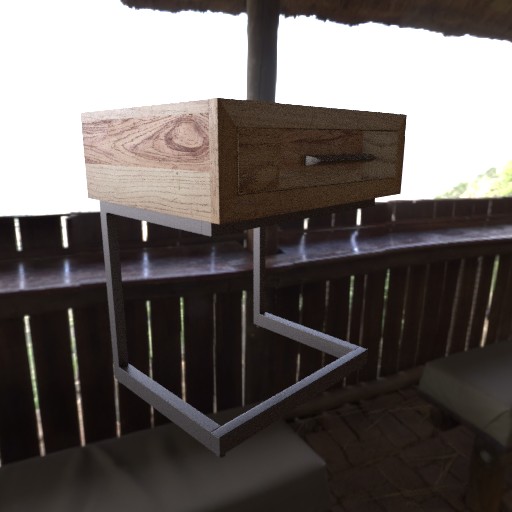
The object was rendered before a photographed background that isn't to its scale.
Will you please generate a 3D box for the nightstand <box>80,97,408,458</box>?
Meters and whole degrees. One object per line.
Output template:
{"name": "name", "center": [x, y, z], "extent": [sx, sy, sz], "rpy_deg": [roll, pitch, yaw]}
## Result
{"name": "nightstand", "center": [0.000, 0.000, 1.024], "extent": [0.558, 0.632, 0.481], "rpy_deg": [-14, 20, -43]}
